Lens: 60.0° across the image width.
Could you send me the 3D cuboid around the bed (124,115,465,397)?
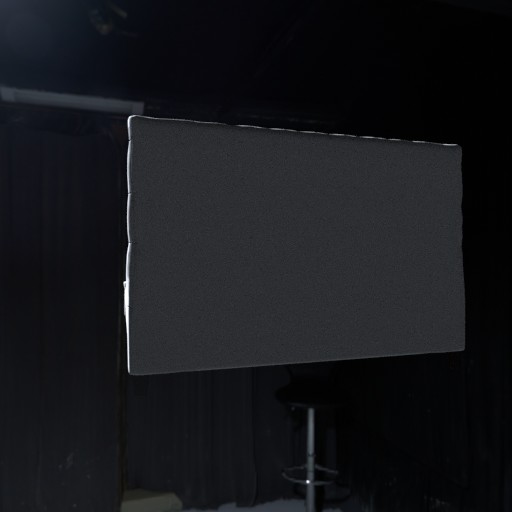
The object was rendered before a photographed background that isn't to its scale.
[{"bbox_3d":[0.000,0.000,3.640,2.078,1.427,2.387,0,0,-17],"label":"bed"}]
